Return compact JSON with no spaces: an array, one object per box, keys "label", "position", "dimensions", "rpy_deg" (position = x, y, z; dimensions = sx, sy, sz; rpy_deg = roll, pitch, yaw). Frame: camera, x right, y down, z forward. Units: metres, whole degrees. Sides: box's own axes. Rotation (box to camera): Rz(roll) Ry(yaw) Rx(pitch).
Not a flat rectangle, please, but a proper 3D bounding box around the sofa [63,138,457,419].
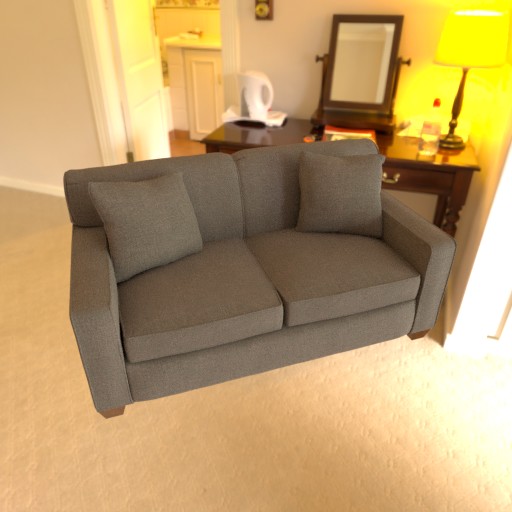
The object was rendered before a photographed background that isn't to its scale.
[{"label":"sofa","position":[0.000,0.000,2.417],"dimensions":[1.846,0.958,1.000],"rpy_deg":[-10,33,-16]}]
